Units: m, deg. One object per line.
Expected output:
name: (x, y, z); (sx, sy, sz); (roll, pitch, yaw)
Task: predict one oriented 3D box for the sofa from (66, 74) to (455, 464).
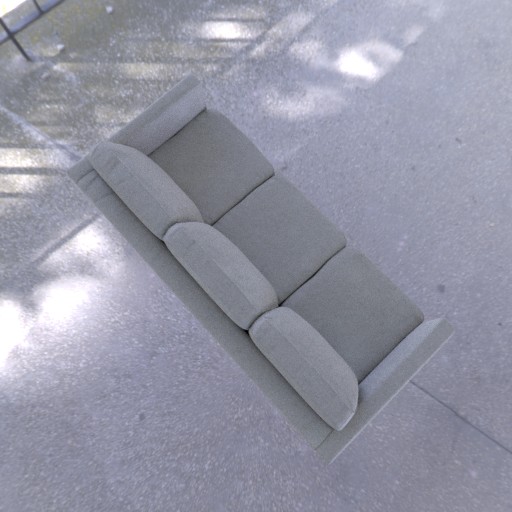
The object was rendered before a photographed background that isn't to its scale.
sofa: (0.000, 0.000, 2.508); (0.944, 0.918, 1.983); (-42, 80, -10)
